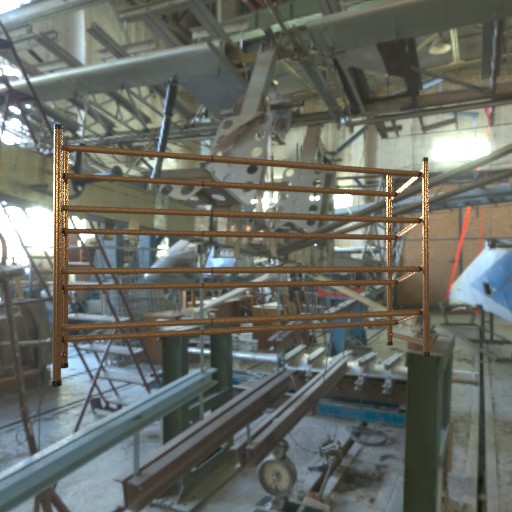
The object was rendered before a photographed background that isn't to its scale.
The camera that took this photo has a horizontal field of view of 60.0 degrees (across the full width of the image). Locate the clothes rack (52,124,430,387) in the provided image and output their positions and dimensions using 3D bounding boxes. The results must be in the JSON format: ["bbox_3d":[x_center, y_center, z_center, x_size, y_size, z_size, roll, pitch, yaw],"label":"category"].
[{"bbox_3d":[0.000,0.000,1.418,1.168,0.672,0.229,0,-1,-18],"label":"clothes rack"}]
